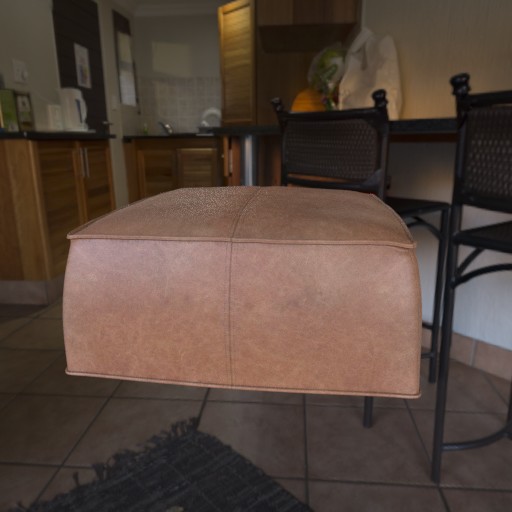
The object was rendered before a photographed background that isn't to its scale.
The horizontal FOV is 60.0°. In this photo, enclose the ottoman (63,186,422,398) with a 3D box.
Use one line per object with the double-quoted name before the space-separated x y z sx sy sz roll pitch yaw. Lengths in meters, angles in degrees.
"ottoman" 0.000 0.000 1.397 0.901 0.395 0.902 2 16 7
